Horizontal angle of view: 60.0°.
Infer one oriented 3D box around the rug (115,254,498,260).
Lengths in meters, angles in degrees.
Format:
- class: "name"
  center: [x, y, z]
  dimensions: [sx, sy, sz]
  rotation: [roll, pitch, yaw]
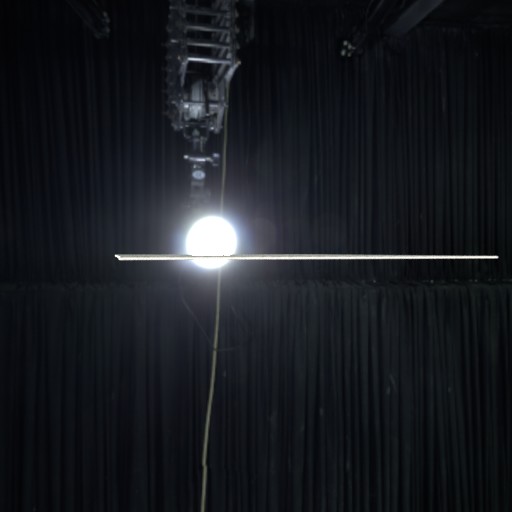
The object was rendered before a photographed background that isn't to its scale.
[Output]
- class: "rug"
  center: [0.000, 0.000, 4.049]
  dimensions: [2.446, 0.015, 3.046]
  rotation: [0, 0, -18]
